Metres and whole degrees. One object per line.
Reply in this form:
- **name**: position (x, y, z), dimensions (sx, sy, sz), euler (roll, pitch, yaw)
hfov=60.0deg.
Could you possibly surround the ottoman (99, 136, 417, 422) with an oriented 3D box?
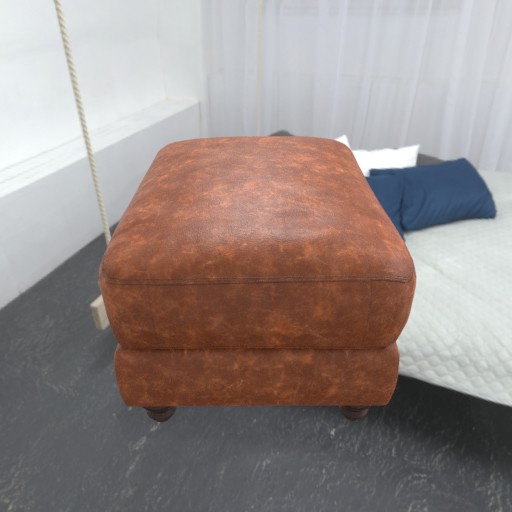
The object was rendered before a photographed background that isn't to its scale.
- **ottoman**: position (0.000, 0.000, 1.262), dimensions (0.657, 0.562, 0.832), euler (0, 32, -1)
